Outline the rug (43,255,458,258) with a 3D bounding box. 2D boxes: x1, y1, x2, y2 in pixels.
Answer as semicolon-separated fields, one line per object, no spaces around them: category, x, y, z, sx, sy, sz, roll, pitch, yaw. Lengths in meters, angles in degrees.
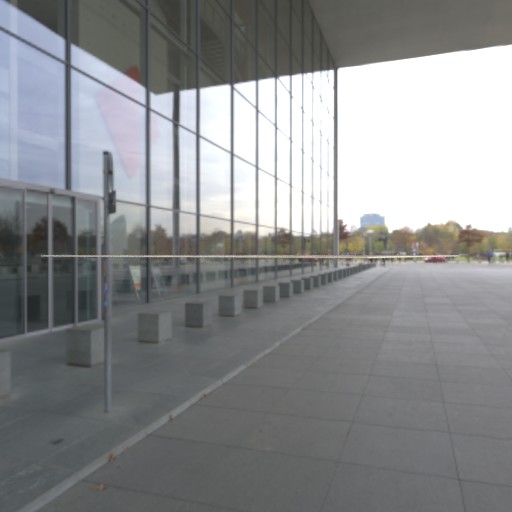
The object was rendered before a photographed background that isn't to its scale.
rug;0.000;0.000;4.008;2.977;0.008;2.380;0;0;35
